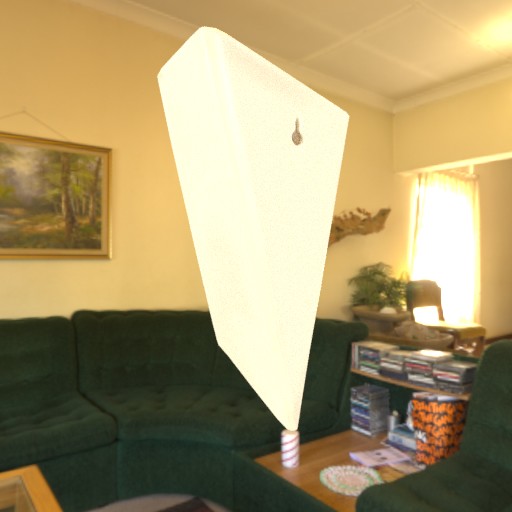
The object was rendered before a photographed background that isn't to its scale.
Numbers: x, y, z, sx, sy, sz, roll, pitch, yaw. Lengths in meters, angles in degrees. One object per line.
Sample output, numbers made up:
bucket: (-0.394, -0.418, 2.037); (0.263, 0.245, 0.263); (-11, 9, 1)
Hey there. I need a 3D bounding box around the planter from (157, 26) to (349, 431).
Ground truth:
planter: (0.000, 0.000, 0.266); (0.060, 0.197, 0.150); (-1, -1, 36)
